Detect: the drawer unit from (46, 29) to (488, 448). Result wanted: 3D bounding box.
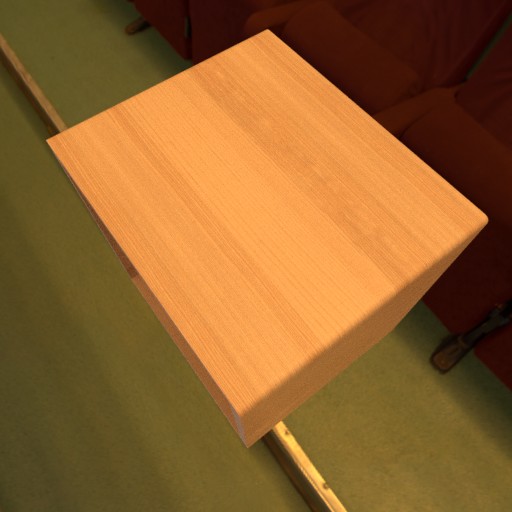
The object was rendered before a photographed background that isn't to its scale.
[{"bbox_3d":[0.000,0.000,0.590,0.290,0.344,0.344,-34,68,-16],"label":"drawer unit"}]
